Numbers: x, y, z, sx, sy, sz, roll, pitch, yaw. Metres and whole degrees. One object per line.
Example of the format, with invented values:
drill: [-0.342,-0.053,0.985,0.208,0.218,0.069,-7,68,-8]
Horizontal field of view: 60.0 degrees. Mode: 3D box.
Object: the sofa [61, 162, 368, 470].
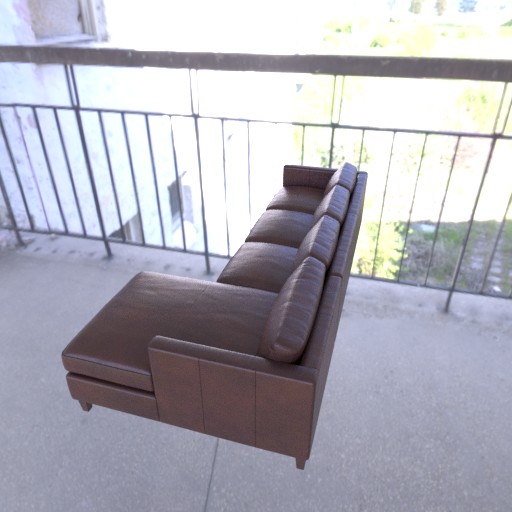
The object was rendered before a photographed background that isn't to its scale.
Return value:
sofa: [0.000,0.000,3.836,1.581,0.883,3.203,9,31,14]
